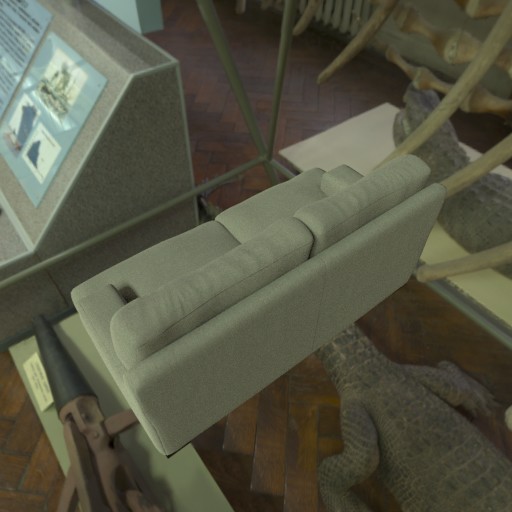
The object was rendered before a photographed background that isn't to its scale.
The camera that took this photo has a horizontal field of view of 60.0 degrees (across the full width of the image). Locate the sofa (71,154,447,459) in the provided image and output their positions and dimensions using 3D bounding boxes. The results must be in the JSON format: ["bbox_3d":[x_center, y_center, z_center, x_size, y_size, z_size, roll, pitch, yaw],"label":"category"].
[{"bbox_3d":[0.000,0.000,2.424,1.855,0.980,0.962,-30,54,-24],"label":"sofa"}]
